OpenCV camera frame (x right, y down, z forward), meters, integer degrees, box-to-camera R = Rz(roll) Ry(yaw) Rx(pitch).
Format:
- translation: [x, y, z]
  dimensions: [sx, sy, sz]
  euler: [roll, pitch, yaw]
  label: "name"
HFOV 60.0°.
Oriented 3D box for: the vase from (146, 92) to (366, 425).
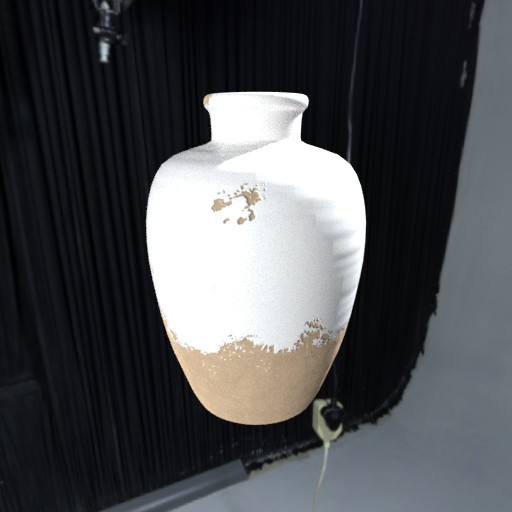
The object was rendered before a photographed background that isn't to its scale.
- translation: [0.000, 0.000, 0.335]
  dimensions: [0.158, 0.228, 0.158]
  euler: [0, 17, 0]
  label: "vase"
